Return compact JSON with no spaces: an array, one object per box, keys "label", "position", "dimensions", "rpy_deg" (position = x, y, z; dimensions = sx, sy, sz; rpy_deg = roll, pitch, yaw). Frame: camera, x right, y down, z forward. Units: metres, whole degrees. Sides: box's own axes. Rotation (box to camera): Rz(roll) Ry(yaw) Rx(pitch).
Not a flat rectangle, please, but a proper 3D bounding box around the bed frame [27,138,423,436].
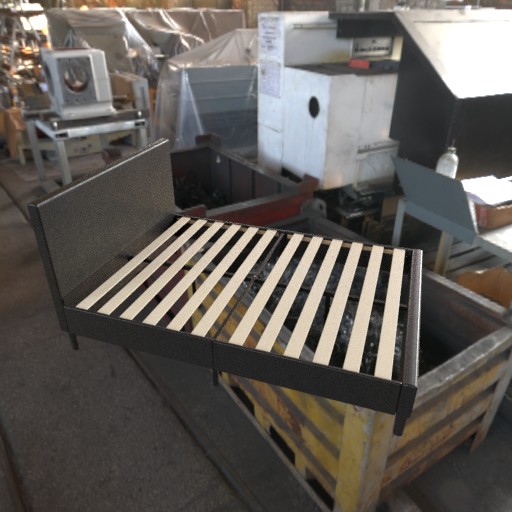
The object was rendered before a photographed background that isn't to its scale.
[{"label":"bed frame","position":[0.000,0.000,2.969],"dimensions":[2.152,1.046,1.469],"rpy_deg":[10,31,17]}]
